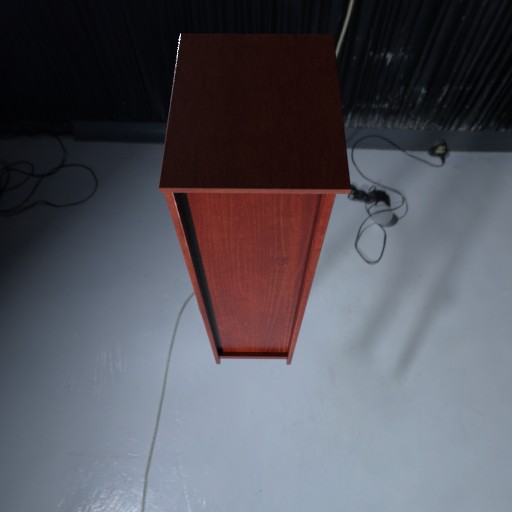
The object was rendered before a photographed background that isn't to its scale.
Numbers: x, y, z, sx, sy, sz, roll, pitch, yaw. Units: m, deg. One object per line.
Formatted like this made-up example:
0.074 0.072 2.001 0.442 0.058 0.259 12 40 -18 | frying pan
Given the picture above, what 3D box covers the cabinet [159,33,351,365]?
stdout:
0.000 0.000 1.706 0.401 1.518 0.500 1 62 0 | cabinet
